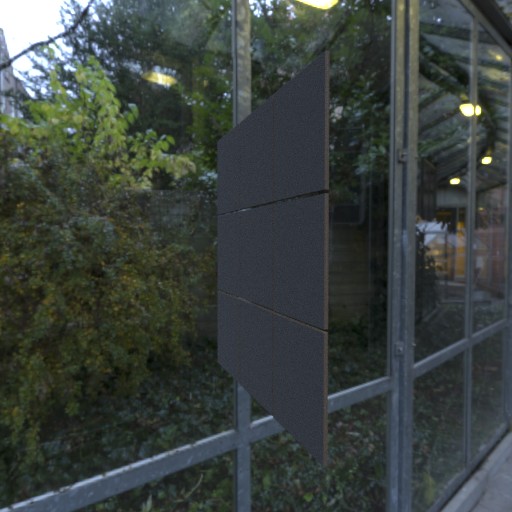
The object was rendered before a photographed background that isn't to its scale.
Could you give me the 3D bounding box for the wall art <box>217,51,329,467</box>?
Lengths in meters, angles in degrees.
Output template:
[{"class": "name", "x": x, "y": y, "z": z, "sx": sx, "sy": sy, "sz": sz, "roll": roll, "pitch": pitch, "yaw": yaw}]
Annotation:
[{"class": "wall art", "x": 0.000, "y": 0.000, "z": 1.868, "sx": 0.013, "sy": 1.216, "sz": 1.216, "roll": -1, "pitch": 2, "yaw": -20}]
